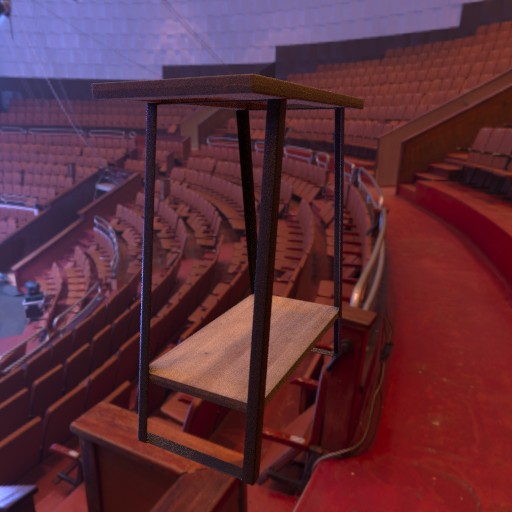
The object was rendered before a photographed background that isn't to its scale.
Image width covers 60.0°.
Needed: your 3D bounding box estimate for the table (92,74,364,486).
[{"bbox_3d":[0.000,0.000,1.012,0.300,0.701,0.599,8,18,26],"label":"table"}]
